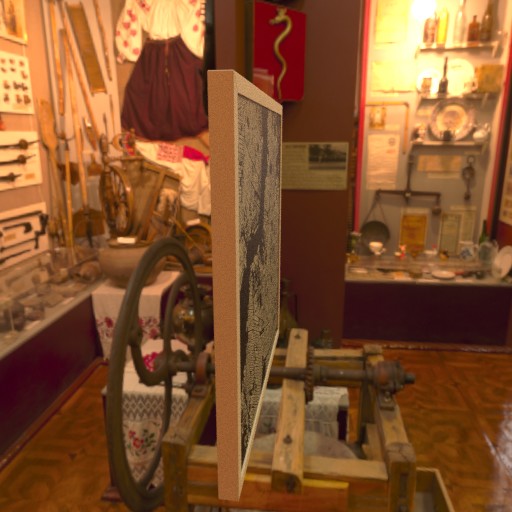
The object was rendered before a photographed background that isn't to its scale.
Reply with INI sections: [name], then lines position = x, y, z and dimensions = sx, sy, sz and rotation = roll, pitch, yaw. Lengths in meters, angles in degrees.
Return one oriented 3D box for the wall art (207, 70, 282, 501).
[wall art]
position = 0.000, 0.000, 1.109
dimensions = 0.050, 0.762, 0.761
rotation = 2, 15, 8
